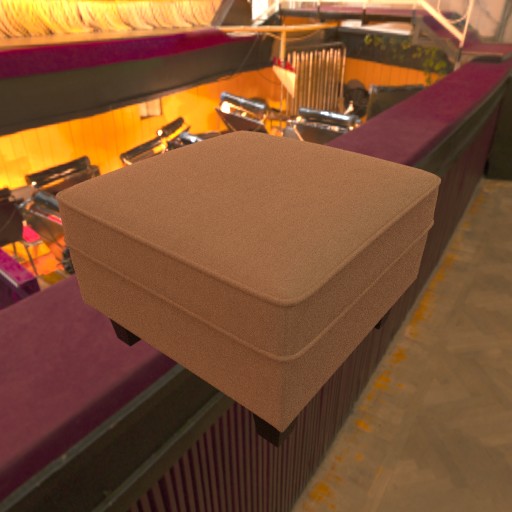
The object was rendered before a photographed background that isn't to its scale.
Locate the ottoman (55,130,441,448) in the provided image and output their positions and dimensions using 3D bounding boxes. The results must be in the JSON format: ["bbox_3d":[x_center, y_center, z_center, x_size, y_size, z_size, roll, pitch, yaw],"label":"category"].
[{"bbox_3d":[0.000,0.000,1.032,0.613,0.438,0.616,23,38,32],"label":"ottoman"}]
